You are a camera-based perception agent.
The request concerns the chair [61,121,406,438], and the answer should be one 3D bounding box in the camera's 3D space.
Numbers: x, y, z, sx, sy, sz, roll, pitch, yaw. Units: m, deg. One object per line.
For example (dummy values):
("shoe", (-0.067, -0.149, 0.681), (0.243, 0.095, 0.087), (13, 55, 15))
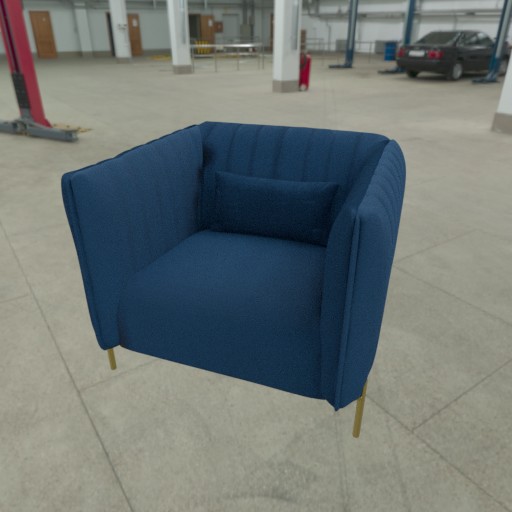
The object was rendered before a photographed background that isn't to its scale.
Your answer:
("chair", (0.000, 0.000, 1.615), (0.947, 0.793, 0.877), (9, 29, 18))
